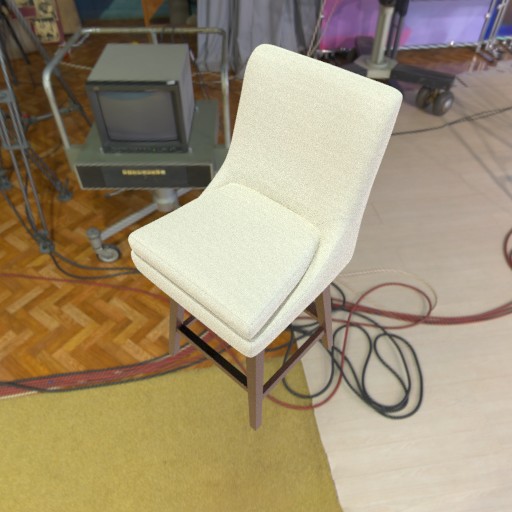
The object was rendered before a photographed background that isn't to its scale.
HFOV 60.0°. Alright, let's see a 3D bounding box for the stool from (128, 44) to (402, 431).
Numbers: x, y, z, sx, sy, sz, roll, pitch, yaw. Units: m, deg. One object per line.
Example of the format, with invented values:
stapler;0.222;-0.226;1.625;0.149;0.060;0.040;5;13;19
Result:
stool;0.000;0.000;1.326;0.483;0.991;0.559;33;55;27
